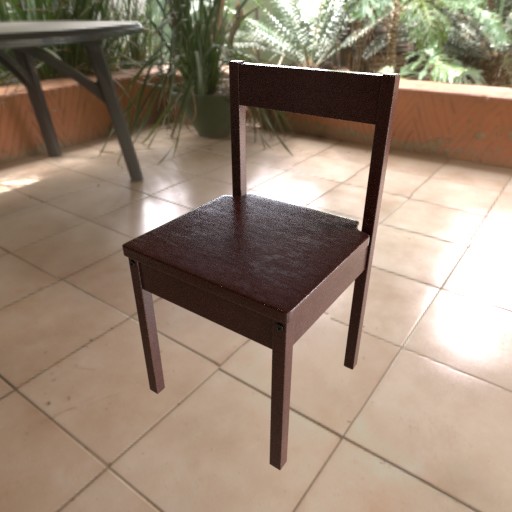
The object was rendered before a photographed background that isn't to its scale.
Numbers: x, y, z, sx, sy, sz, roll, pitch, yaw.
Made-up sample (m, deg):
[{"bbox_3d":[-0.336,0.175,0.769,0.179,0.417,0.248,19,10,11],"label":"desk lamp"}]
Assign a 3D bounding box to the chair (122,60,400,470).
[{"bbox_3d":[0.000,0.000,0.885,0.367,0.668,0.361,19,35,30],"label":"chair"}]
